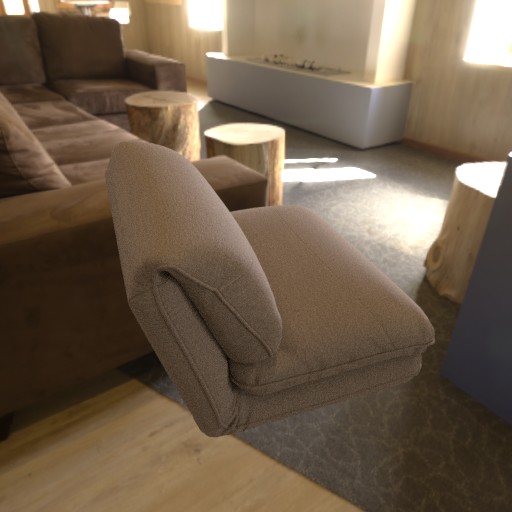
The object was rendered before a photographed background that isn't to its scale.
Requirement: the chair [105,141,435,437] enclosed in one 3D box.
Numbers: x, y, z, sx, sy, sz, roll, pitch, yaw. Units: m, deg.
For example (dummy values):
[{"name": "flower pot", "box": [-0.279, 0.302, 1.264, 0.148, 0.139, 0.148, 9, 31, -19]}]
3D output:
[{"name": "chair", "box": [0.000, 0.000, 1.345, 0.780, 0.580, 0.820, -10, 32, -17]}]
